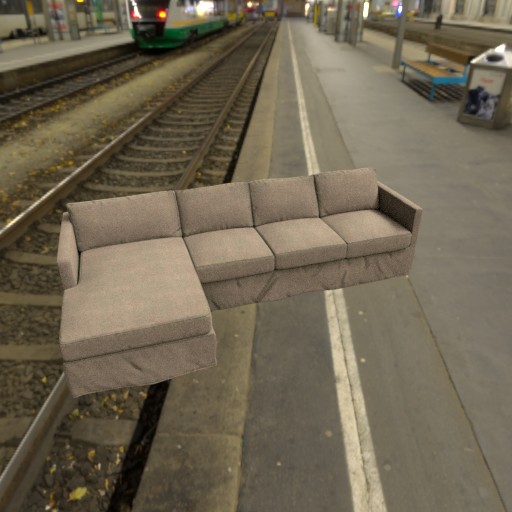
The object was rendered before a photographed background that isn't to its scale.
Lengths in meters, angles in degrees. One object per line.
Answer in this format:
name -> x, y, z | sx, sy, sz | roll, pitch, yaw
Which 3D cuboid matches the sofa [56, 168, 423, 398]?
sofa -> 0.000, 0.000, 3.878 | 3.205, 0.922, 1.650 | -9, 31, -16
